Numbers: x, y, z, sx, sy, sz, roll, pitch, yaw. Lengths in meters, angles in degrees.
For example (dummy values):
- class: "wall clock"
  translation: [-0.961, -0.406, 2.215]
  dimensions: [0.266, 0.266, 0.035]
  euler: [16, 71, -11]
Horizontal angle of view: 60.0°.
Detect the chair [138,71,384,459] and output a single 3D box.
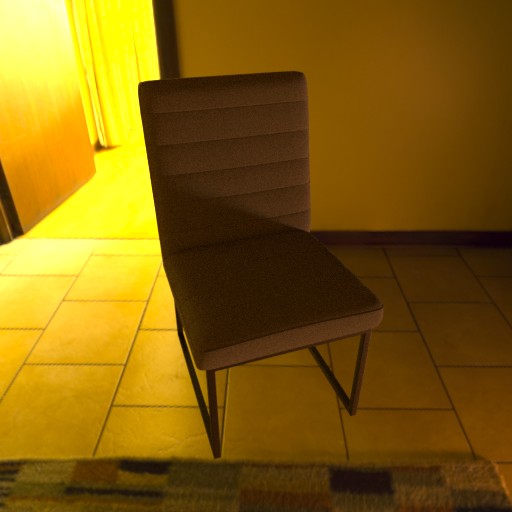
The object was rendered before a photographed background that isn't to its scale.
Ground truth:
- class: "chair"
  translation: [0.000, 0.000, 1.327]
  dimensions: [0.520, 0.930, 0.634]
  euler: [-11, 34, -16]
